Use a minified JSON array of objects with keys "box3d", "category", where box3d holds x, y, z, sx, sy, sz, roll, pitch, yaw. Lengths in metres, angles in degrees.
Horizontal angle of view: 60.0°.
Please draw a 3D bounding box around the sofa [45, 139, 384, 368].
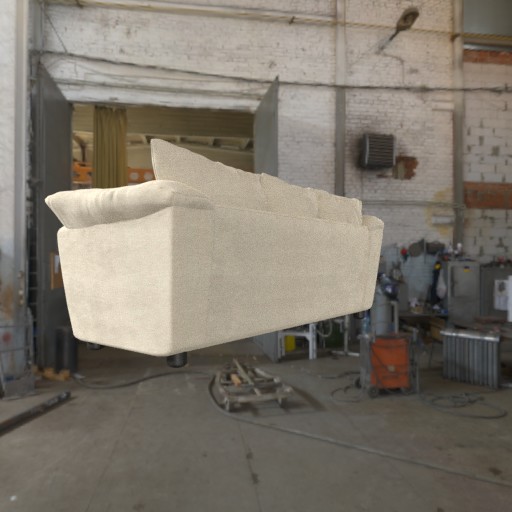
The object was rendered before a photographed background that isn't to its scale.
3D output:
[{"box3d":[0.000,0.000,2.865,0.893,0.981,2.377,0,0,37],"category":"sofa"}]
